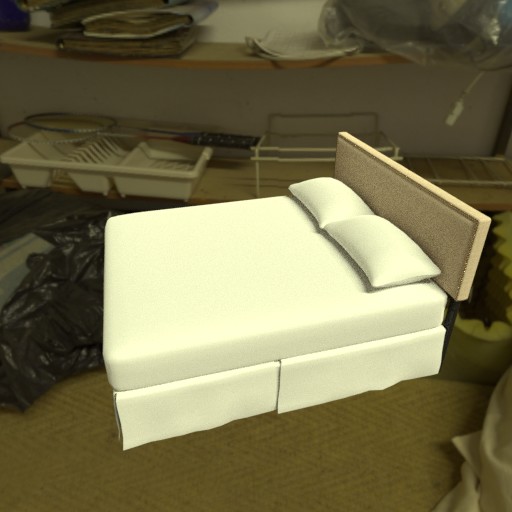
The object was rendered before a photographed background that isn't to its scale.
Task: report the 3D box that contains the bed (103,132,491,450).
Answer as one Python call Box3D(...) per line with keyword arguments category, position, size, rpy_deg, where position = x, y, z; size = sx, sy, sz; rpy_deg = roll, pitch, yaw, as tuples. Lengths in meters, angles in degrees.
Box3D(category="bed", position=(0.000, 0.000, 2.790), size=(1.876, 1.016, 1.616), rpy_deg=(-8, 32, -14))
